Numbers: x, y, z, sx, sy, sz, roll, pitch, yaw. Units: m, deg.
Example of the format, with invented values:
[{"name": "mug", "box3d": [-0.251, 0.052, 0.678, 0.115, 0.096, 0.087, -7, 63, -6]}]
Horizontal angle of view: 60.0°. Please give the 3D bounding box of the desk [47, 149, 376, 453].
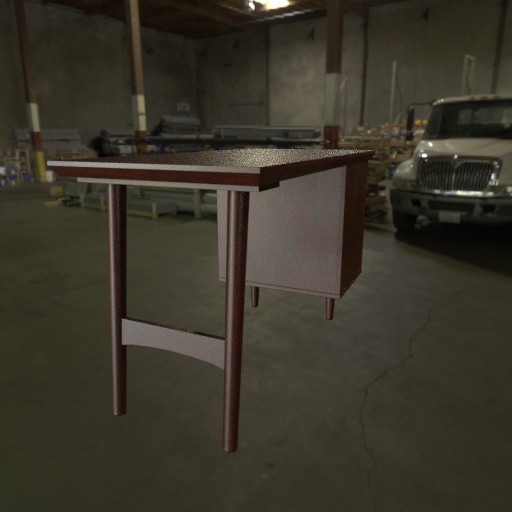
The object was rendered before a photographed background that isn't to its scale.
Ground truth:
[{"name": "desk", "box3d": [0.000, 0.000, 1.688, 0.612, 0.758, 1.277, 7, 17, 24]}]
